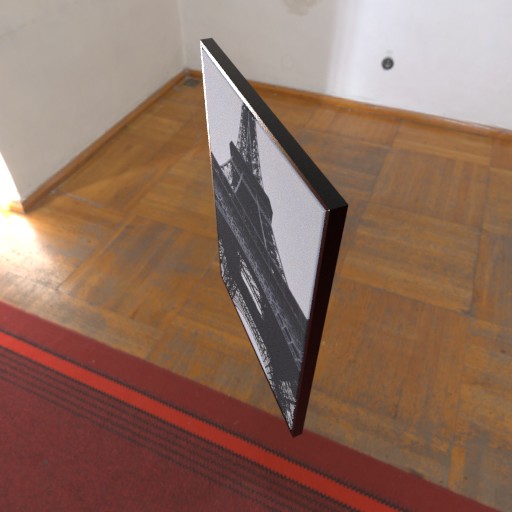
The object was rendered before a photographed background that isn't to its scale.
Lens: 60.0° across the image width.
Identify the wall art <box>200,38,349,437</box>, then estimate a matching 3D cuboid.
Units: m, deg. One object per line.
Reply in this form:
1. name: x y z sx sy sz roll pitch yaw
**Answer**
1. wall art: 0.000 0.000 1.431 0.040 1.062 0.805 -16 49 -14
